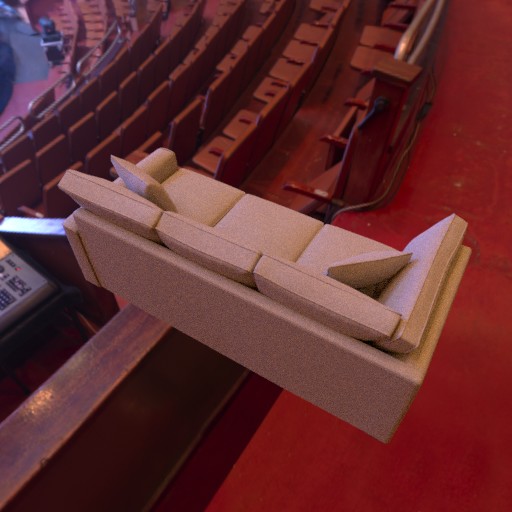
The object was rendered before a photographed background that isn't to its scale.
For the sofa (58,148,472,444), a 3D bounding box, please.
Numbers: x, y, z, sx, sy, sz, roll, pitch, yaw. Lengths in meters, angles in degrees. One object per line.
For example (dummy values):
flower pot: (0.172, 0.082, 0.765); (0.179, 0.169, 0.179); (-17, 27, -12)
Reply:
sofa: (0.000, 0.000, 2.842); (2.317, 0.962, 1.061); (24, 51, 21)
